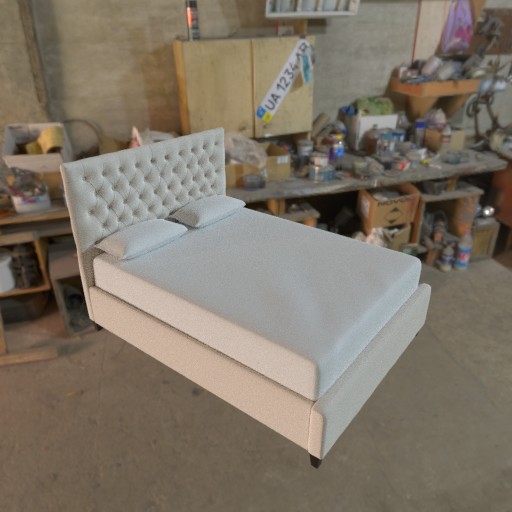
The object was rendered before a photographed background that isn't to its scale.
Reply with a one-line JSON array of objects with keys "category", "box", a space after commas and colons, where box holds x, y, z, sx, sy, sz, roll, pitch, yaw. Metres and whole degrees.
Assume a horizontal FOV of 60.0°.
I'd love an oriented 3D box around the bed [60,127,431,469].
[{"category": "bed", "box": [0.000, 0.000, 3.397, 2.233, 1.426, 1.696, 20, 33, 33]}]
